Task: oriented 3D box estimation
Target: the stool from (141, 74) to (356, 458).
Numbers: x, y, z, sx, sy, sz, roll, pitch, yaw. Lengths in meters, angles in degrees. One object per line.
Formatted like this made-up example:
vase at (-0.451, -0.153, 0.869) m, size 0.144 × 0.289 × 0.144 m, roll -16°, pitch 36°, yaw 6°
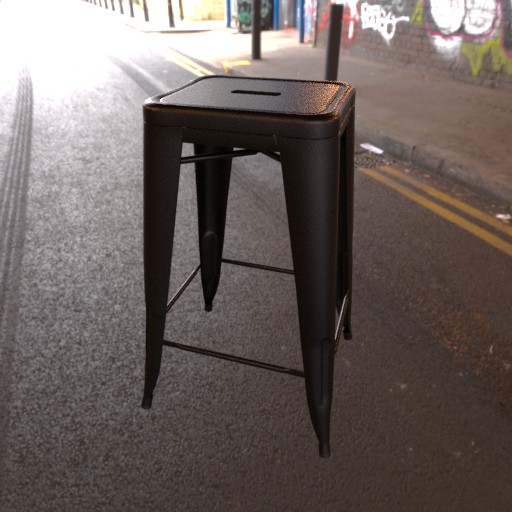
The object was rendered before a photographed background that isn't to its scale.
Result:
stool at (0.000, 0.000, 0.857) m, size 0.399 × 0.609 × 0.359 m, roll 9°, pitch 33°, yaw 14°
